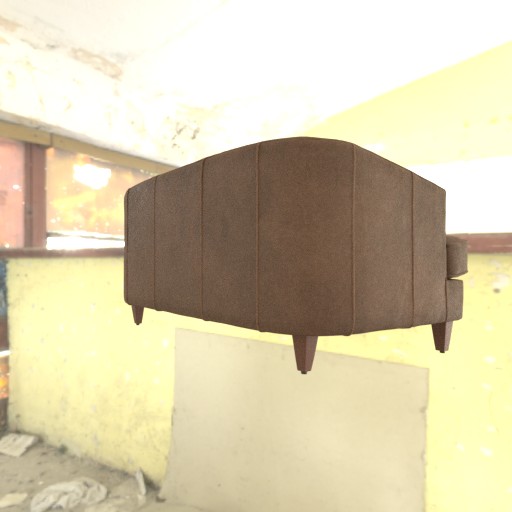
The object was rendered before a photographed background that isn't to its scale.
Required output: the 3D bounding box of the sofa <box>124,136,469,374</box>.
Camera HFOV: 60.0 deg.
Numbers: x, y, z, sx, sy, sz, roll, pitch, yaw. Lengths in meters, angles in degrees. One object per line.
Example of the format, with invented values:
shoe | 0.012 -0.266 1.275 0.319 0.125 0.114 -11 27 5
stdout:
sofa | 0.000 0.000 2.240 0.917 0.799 1.767 1 -1 -37
